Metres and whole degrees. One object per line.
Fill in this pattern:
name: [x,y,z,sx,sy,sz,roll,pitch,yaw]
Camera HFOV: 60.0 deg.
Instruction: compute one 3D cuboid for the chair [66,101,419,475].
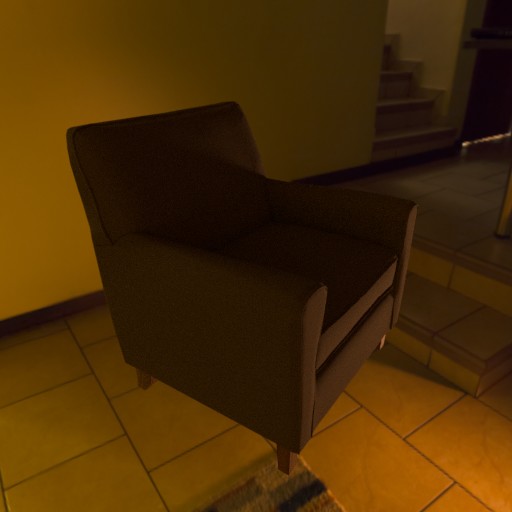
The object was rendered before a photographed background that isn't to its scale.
chair: [0.000,0.000,1.542,0.831,0.911,0.836,17,31,31]
